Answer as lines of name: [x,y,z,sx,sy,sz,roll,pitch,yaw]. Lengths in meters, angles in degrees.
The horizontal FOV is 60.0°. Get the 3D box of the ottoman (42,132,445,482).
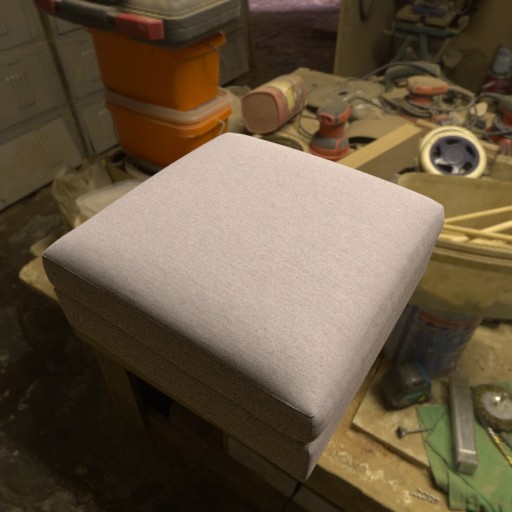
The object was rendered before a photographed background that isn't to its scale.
ottoman: [0.000,0.000,1.613,1.041,0.470,1.041,25,49,24]
